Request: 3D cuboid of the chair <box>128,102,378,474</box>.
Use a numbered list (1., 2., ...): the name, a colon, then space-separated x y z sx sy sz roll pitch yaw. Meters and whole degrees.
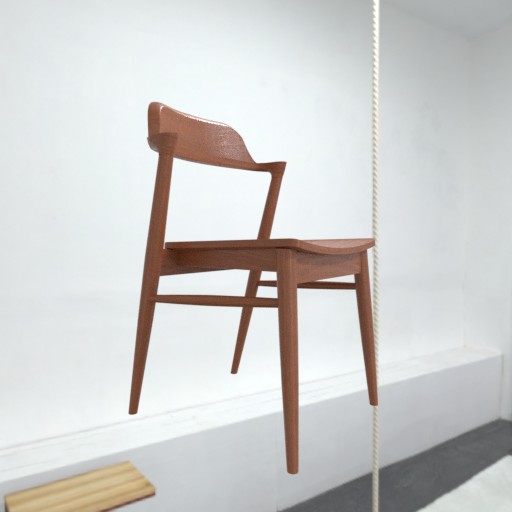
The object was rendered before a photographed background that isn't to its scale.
1. chair: 0.000 0.000 1.143 0.499 0.801 0.496 2 3 36
